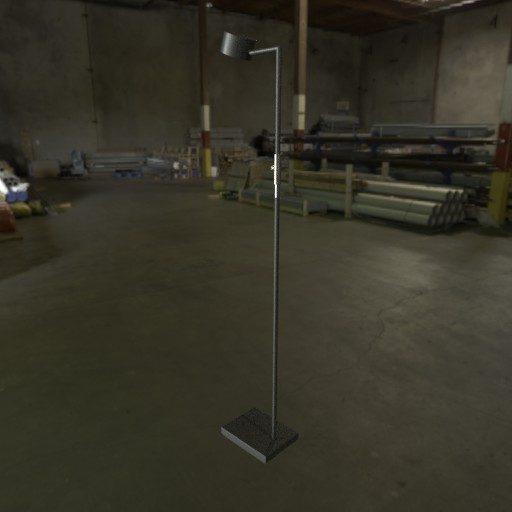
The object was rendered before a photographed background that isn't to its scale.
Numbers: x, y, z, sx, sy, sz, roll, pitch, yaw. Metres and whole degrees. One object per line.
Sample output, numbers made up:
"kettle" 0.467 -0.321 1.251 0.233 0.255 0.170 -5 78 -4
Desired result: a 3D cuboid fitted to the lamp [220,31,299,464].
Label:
"lamp" 0.000 0.000 1.696 0.304 1.600 0.203 14 21 42
